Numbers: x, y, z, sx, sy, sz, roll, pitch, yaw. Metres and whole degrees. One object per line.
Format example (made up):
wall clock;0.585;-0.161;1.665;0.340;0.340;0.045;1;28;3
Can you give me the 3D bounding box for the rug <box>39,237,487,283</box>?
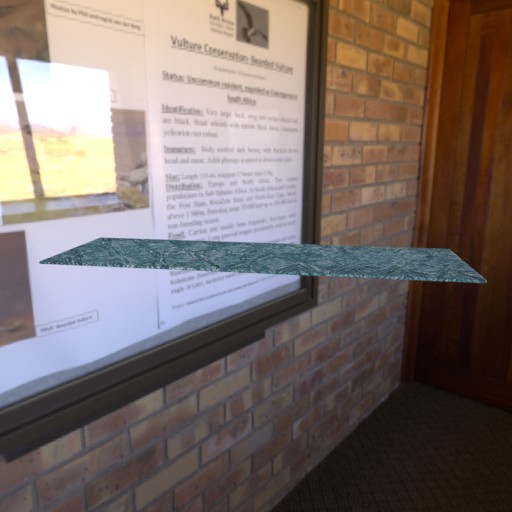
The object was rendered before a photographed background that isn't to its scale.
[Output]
rug;0.000;0.000;2.561;2.286;0.016;0.676;2;14;9
